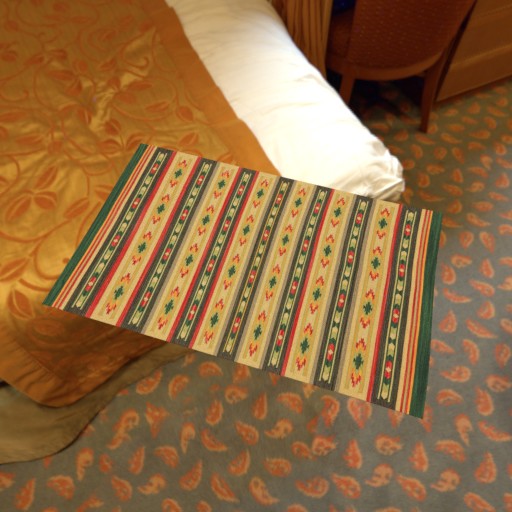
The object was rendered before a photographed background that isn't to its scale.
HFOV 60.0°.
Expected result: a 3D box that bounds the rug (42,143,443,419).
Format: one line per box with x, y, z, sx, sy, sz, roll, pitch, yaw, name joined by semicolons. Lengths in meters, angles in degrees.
0.000;0.000;3.072;2.447;0.011;1.520;15;60;9;rug
